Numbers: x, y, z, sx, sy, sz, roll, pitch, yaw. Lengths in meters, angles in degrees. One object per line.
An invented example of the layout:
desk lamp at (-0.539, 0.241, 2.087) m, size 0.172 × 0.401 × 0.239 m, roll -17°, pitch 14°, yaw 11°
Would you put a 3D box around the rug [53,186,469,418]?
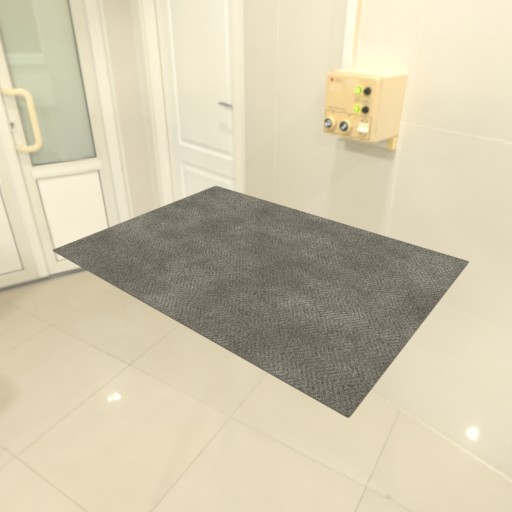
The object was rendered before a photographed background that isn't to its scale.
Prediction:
rug at (0.000, 0.000, 2.917) m, size 2.235 × 0.008 × 1.600 m, roll 21°, pitch 36°, yaw 33°
